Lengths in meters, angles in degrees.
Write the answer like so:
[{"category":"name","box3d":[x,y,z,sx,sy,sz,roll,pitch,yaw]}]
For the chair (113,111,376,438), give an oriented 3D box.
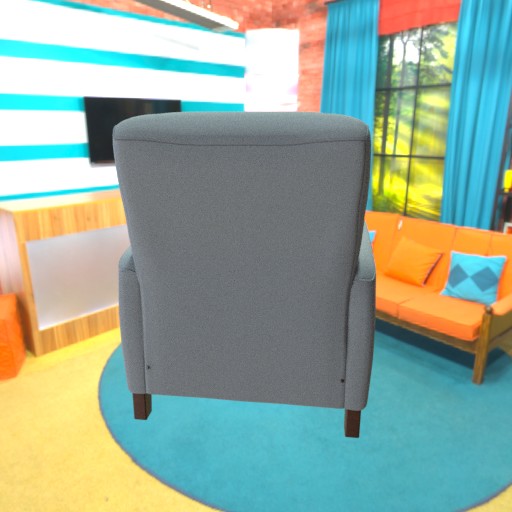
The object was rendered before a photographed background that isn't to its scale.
[{"category":"chair","box3d":[0.000,0.000,1.659,0.853,1.007,0.846,2,16,7]}]
